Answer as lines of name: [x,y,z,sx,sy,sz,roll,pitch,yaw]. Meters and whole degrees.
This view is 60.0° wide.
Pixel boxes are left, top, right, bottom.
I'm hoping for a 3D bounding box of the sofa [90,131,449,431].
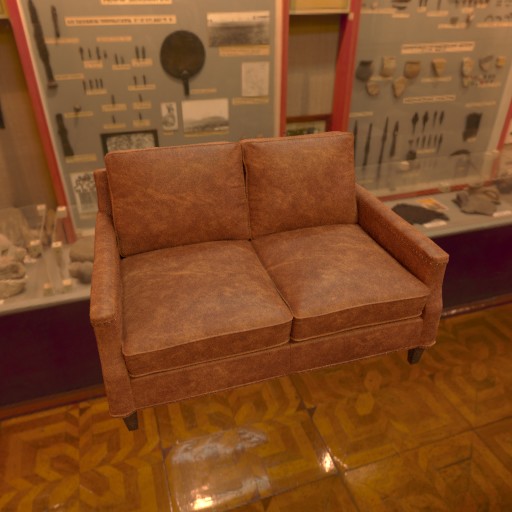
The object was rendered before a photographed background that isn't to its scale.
sofa: [0.000,0.000,2.292,1.597,1.003,1.084,-9,33,-14]
